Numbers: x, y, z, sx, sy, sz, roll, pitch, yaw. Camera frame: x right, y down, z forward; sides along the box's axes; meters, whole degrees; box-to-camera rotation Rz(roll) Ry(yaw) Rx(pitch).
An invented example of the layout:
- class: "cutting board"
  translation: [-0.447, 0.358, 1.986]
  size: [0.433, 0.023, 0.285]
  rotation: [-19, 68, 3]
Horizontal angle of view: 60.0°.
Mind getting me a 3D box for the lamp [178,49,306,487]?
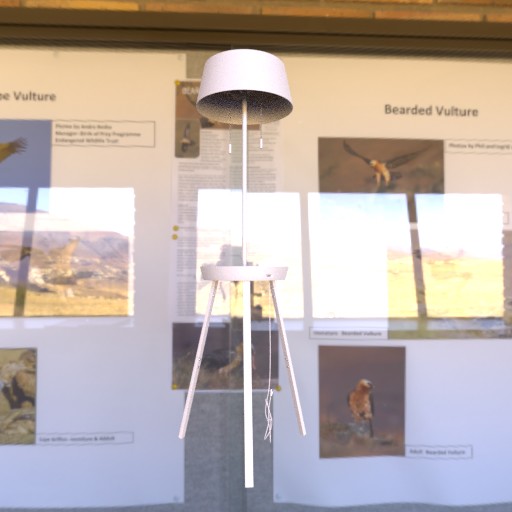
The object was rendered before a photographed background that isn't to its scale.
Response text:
- class: "lamp"
  translation: [0.000, 0.000, 1.679]
  size: [0.468, 1.429, 0.508]
  rotation: [1, -2, -35]
